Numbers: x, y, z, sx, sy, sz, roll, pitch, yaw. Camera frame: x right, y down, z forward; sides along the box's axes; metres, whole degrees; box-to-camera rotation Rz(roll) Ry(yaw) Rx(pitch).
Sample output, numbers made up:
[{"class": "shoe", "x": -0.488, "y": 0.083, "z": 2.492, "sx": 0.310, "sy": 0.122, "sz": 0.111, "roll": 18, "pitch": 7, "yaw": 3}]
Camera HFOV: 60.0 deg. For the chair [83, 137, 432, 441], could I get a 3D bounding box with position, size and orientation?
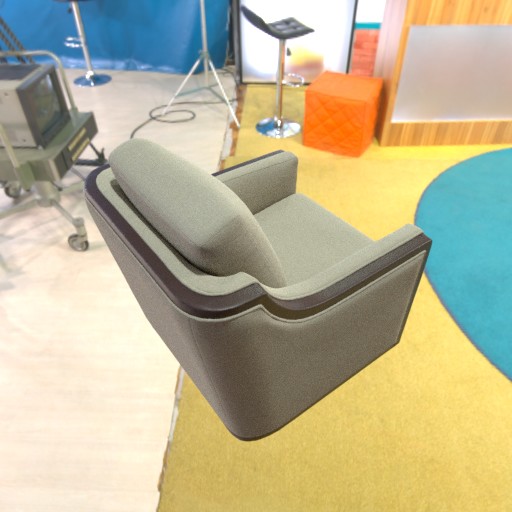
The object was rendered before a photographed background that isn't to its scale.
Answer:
[{"class": "chair", "x": 0.000, "y": 0.000, "z": 1.667, "sx": 0.950, "sy": 0.930, "sz": 0.870, "roll": -26, "pitch": 47, "yaw": -27}]
